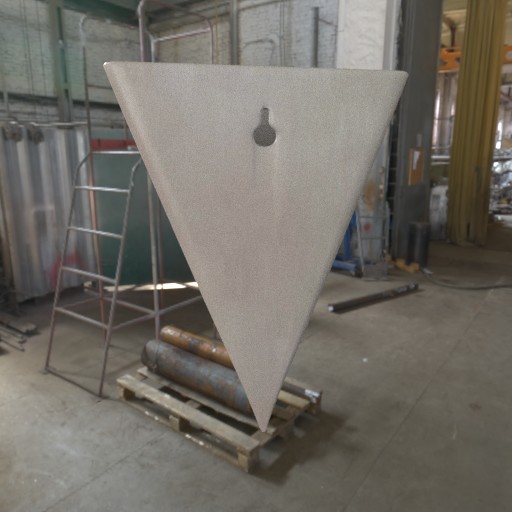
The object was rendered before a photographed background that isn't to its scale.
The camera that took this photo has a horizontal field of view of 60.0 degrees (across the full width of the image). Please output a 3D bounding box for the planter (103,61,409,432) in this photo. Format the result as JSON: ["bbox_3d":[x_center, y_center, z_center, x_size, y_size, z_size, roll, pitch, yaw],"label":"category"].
[{"bbox_3d":[0.000,0.000,0.259,0.150,0.197,0.060,-2,13,-9],"label":"planter"}]
